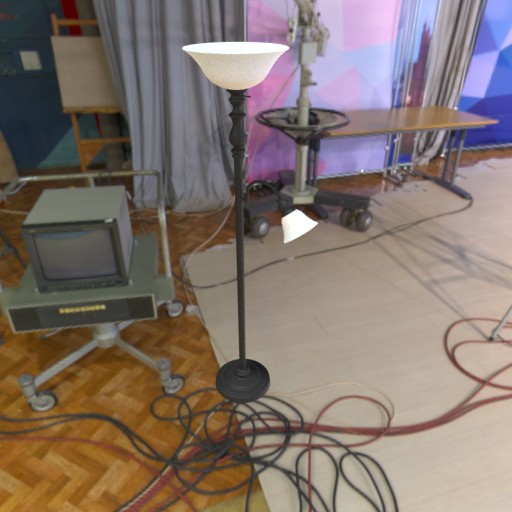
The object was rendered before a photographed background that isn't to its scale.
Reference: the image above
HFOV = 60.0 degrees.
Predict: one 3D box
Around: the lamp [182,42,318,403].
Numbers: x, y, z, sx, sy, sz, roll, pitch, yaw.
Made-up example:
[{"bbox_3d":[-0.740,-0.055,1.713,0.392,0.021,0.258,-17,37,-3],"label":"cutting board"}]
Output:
[{"bbox_3d":[0.000,0.000,2.105,0.588,1.793,0.405,18,35,28],"label":"lamp"}]
